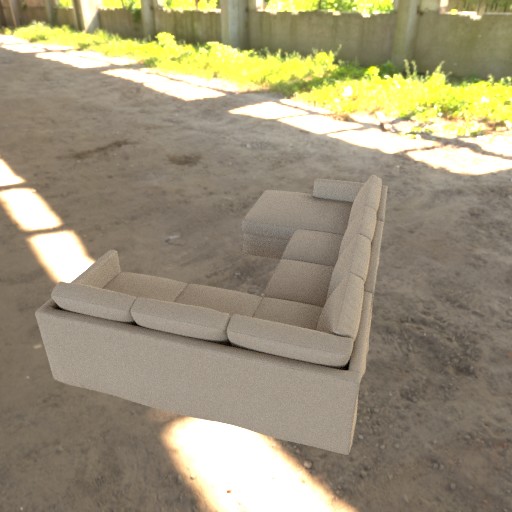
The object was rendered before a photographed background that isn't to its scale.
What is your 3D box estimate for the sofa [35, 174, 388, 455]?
[{"bbox_3d":[0.000,0.000,4.565,2.476,0.878,3.528,9,31,15],"label":"sofa"}]
